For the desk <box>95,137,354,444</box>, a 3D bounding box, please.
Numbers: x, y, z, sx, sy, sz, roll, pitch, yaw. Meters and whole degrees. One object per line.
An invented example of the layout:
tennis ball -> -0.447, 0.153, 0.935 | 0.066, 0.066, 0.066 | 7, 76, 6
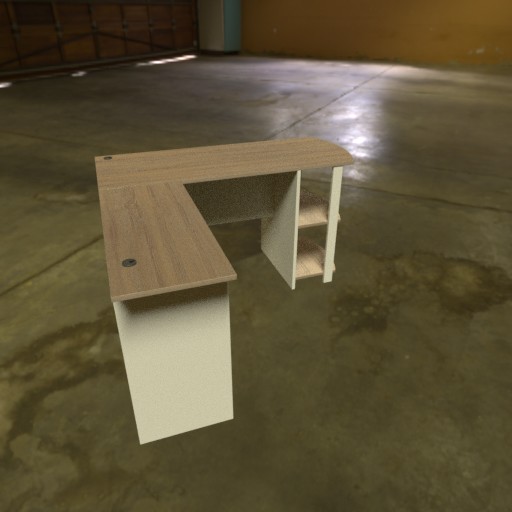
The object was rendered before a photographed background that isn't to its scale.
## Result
desk -> 0.000, 0.000, 2.109 | 1.303, 0.716, 1.361 | -10, 31, -17
